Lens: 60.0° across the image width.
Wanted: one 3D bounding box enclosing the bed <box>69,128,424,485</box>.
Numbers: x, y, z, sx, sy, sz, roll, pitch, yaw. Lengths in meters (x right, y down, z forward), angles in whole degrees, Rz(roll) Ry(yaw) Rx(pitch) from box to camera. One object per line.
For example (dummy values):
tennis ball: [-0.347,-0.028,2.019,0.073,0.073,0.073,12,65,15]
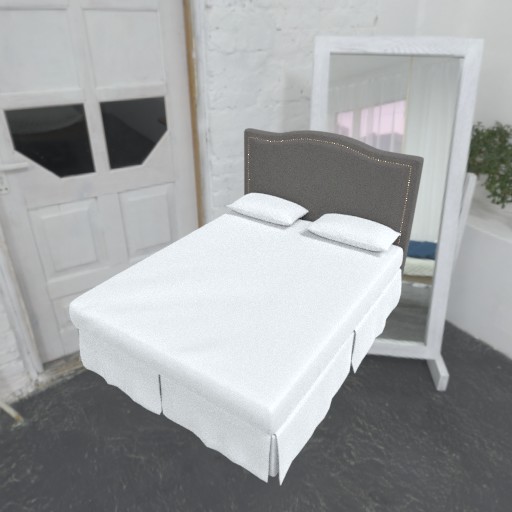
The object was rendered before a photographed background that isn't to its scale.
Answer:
bed: [0.000,0.000,3.415,1.821,1.436,2.282,18,35,29]
